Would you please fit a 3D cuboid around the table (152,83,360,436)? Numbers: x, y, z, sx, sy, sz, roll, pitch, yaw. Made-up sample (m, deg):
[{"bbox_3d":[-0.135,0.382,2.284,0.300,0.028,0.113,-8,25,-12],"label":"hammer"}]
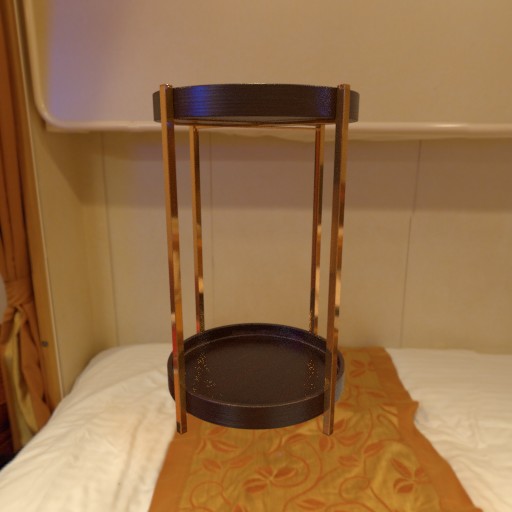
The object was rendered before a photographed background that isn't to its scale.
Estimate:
[{"bbox_3d":[0.000,0.000,0.885,0.400,0.610,0.400,-13,19,-42],"label":"table"}]
